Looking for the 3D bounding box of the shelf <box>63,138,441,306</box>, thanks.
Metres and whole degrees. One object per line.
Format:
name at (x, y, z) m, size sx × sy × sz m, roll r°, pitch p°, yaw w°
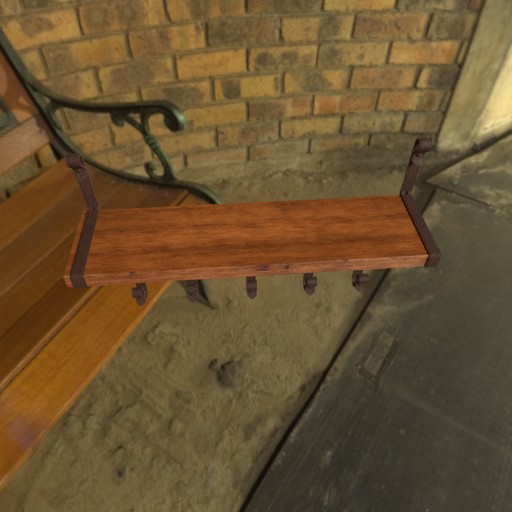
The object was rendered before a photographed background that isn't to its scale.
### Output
shelf at (0.000, 0.000, 0.721) m, size 0.567 × 0.330 × 0.146 m, roll -3°, pitch 47°, yaw -3°
